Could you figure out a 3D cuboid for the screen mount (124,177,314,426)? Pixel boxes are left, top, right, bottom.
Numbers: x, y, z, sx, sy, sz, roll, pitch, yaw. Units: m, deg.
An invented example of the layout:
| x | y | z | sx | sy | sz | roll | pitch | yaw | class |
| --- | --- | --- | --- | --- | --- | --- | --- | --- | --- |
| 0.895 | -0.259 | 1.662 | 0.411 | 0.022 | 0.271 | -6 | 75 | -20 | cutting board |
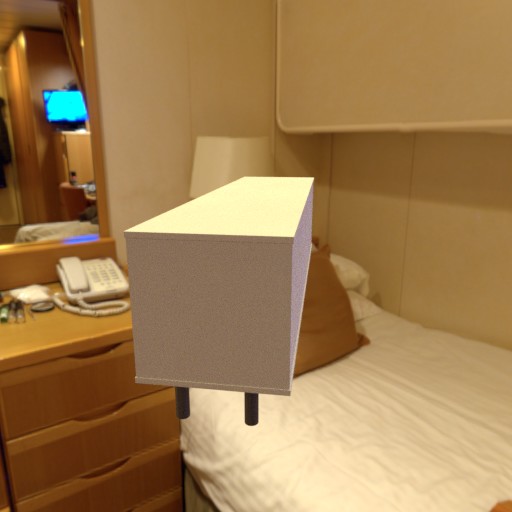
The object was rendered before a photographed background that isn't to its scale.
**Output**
| x | y | z | sx | sy | sz | roll | pitch | yaw | class |
| --- | --- | --- | --- | --- | --- | --- | --- | --- | --- |
| 0.000 | 0.000 | 1.844 | 0.418 | 0.520 | 1.600 | 2 | 15 | 9 | screen mount |
